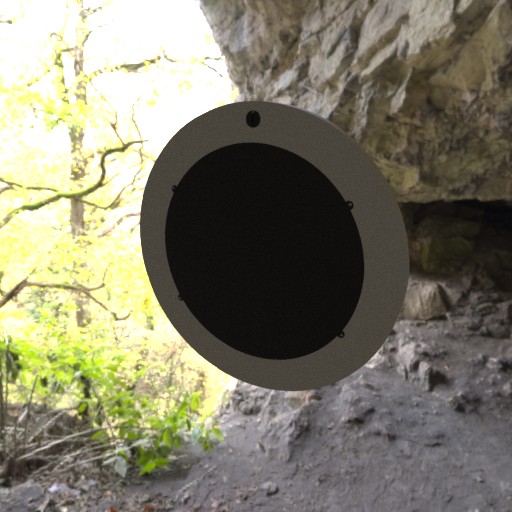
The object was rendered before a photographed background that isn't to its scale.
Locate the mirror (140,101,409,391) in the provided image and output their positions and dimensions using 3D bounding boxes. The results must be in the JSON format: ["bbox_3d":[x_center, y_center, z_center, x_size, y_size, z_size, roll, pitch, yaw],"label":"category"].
[{"bbox_3d":[0.000,0.000,1.384,0.914,0.914,0.038,9,20,27],"label":"mirror"}]
